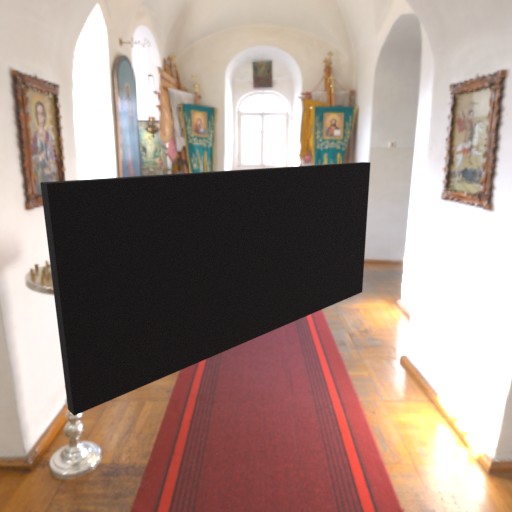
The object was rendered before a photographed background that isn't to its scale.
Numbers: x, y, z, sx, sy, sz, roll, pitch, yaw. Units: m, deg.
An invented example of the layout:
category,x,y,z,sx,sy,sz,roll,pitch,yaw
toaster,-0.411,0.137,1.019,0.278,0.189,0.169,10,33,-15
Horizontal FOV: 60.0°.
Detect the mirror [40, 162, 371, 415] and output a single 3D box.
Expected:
category,x,y,z,sx,sy,sz,roll,pitch,yaw
mirror,0.000,0.000,1.797,1.584,0.692,0.047,-14,20,-43
